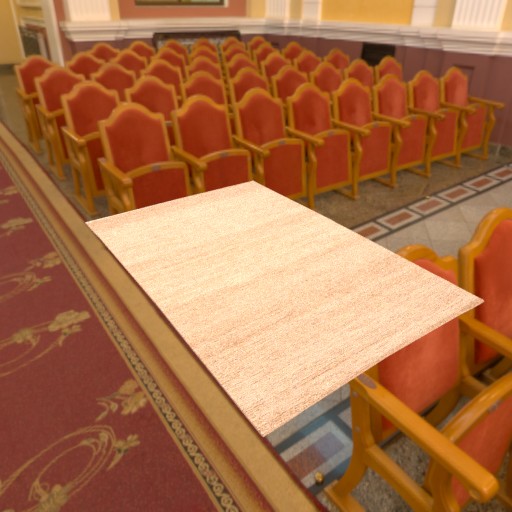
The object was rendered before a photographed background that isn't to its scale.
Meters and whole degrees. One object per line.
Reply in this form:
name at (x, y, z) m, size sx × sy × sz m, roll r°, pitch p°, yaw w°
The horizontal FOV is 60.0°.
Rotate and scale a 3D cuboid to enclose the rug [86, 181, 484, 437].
rug at (0.000, 0.000, 2.969) m, size 1.574 × 0.029 × 2.346 m, roll -19°, pitch 35°, yaw -30°
